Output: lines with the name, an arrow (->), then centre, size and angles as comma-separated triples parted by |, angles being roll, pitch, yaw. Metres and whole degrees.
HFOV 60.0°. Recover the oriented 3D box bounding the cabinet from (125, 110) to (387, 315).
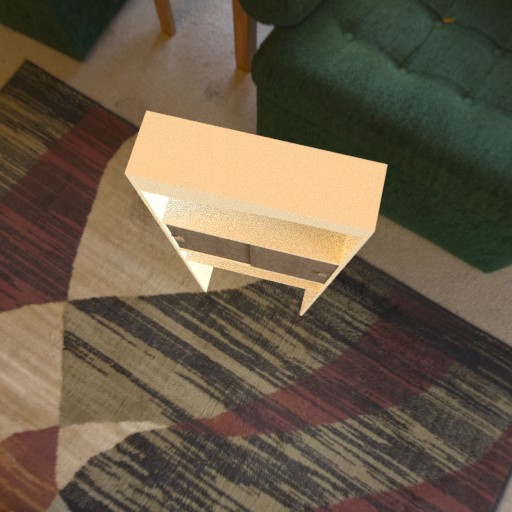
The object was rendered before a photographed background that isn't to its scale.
cabinet -> 0.000, 0.000, 1.984 | 0.643, 1.770, 0.192 | 14, 76, 3
